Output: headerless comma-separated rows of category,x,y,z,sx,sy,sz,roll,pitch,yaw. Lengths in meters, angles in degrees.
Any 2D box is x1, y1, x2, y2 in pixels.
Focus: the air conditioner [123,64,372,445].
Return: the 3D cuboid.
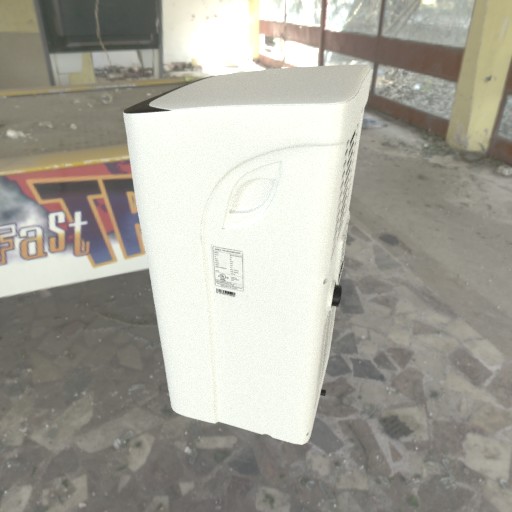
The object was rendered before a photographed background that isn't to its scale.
air conditioner,0.000,0.000,0.909,0.369,0.716,0.352,9,32,15
